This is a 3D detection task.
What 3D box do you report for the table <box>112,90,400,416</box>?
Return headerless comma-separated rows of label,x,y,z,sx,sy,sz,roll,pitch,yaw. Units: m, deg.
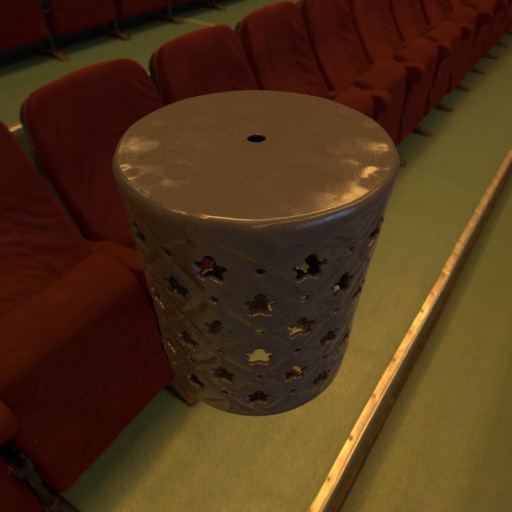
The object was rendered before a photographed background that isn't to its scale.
table,0.000,0.000,0.675,0.352,0.387,0.352,0,41,0
